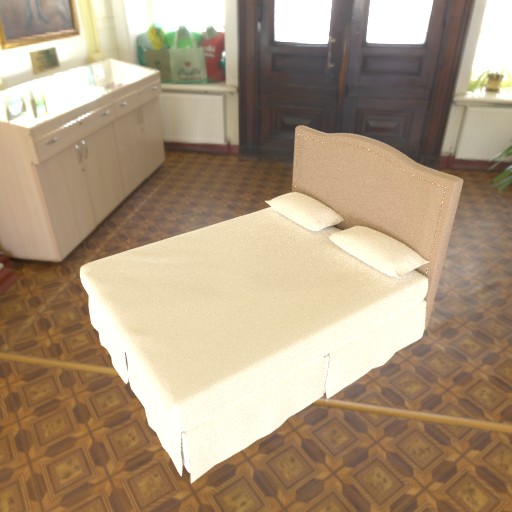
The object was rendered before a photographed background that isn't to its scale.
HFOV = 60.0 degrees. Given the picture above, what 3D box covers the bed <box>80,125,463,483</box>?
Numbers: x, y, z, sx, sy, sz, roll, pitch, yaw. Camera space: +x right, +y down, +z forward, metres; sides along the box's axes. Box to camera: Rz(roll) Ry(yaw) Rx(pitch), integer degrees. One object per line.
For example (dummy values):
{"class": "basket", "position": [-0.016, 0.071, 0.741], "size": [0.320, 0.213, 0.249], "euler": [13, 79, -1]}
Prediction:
{"class": "bed", "position": [0.000, 0.000, 3.367], "size": [2.282, 1.436, 1.821], "euler": [-20, 36, -29]}
